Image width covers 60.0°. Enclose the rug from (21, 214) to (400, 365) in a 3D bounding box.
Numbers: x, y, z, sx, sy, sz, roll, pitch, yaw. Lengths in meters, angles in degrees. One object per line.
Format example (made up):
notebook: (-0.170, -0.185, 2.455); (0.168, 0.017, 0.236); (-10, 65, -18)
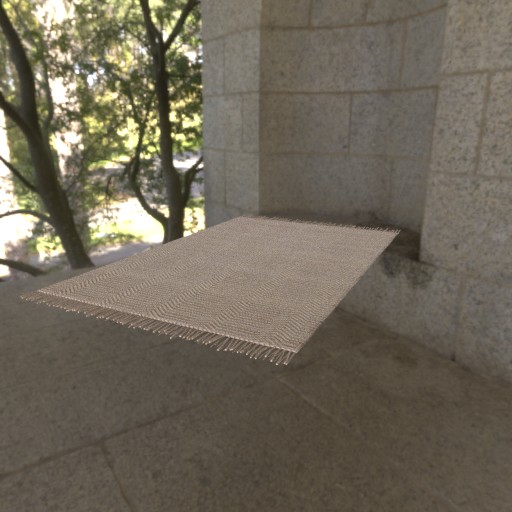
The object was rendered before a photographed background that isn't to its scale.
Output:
rug: (0.000, 0.000, 3.070); (1.528, 0.034, 2.523); (8, 18, 26)
